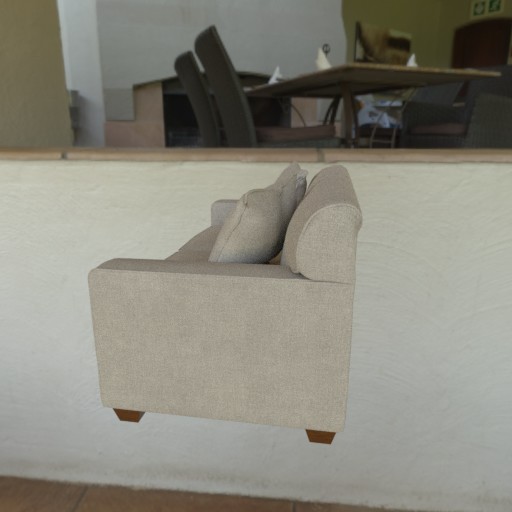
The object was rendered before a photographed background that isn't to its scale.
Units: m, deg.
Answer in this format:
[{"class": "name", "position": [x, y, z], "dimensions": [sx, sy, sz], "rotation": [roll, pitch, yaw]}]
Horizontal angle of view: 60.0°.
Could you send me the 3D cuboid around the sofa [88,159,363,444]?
[{"class": "sofa", "position": [0.000, 0.000, 2.427], "dimensions": [0.998, 0.958, 1.846], "rotation": [3, 15, 9]}]
